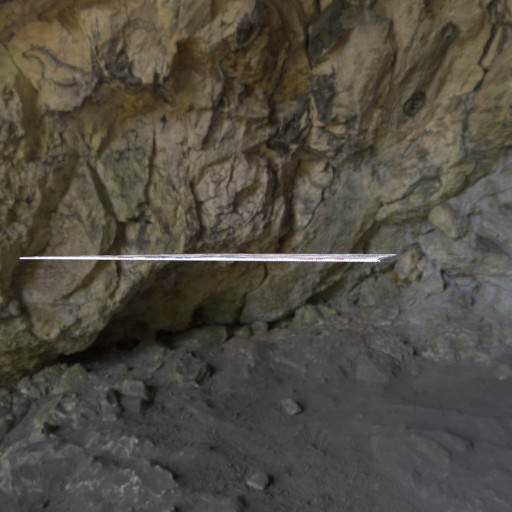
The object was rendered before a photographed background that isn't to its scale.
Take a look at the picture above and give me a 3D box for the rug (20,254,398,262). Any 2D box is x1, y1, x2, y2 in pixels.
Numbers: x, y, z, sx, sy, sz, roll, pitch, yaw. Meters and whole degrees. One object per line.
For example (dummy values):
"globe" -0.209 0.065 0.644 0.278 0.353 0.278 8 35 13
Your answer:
"rug" 0.000 0.000 4.104 2.423 0.014 3.040 0 1 19
